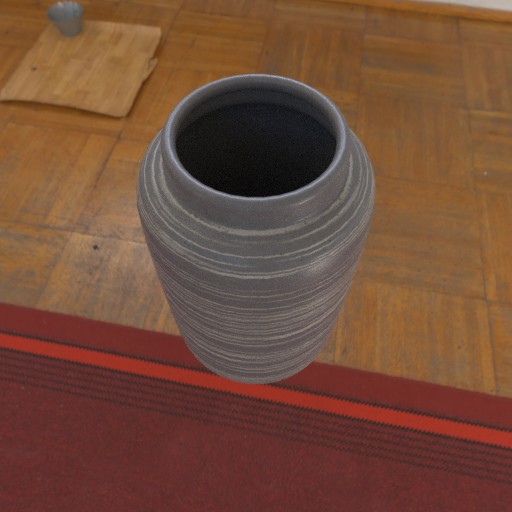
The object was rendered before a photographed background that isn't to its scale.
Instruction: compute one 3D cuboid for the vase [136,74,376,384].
[{"bbox_3d":[0.000,0.000,0.681,0.297,0.499,0.297,0,58,0],"label":"vase"}]
